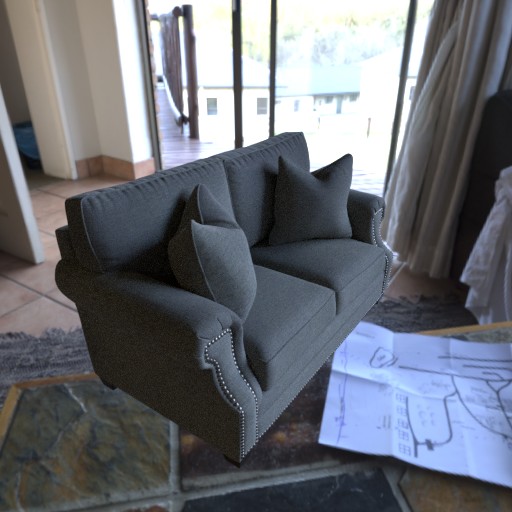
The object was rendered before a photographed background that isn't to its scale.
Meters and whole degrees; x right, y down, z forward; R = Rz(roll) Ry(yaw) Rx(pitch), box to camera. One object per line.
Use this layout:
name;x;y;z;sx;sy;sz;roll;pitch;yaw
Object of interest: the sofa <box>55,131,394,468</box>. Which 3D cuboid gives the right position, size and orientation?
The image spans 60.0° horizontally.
sofa;0.000;0.000;2.257;0.966;0.966;1.701;17;31;31
